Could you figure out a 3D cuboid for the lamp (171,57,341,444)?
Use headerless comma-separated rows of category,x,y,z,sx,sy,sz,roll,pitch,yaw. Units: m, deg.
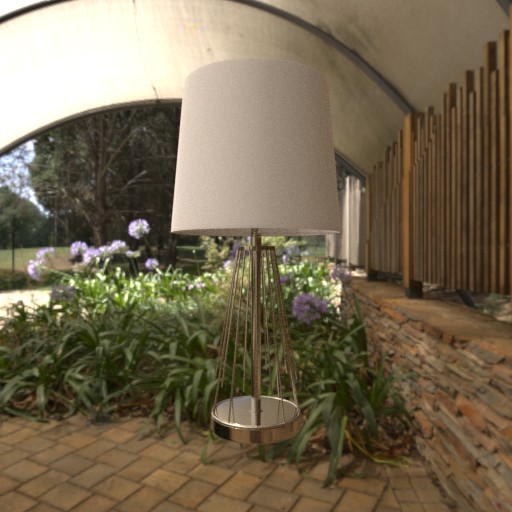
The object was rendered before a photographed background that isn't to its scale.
lamp,0.000,0.000,0.805,0.303,0.618,0.303,0,0,0
